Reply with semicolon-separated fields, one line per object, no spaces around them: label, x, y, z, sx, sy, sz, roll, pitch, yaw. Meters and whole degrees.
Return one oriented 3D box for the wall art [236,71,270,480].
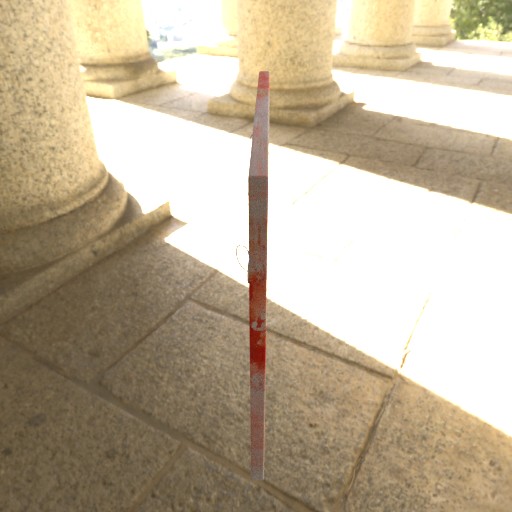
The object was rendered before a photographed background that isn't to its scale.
wall art;0.000;0.000;1.326;0.066;0.878;0.878;1;33;1
